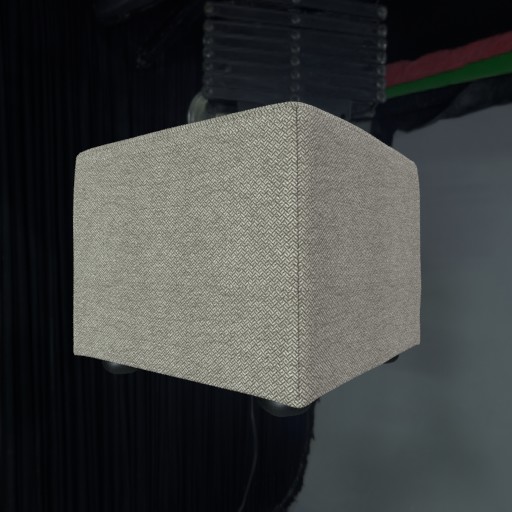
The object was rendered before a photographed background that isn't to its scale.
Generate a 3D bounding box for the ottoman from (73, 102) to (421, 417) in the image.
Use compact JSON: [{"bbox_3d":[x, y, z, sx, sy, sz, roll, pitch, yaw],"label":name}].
[{"bbox_3d":[0.000,0.000,0.900,0.519,0.453,0.512,0,0,37],"label":"ottoman"}]
